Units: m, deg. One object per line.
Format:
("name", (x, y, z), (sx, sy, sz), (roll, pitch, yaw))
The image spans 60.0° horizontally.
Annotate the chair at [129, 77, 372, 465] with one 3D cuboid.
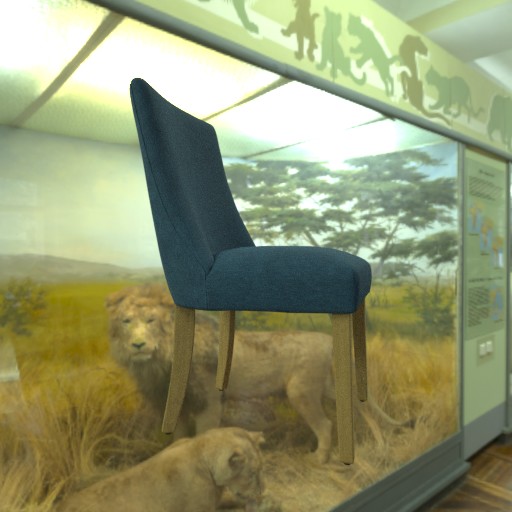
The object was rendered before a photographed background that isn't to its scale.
("chair", (0.000, 0.000, 1.247), (0.609, 0.902, 0.495), (0, 1, 18))
